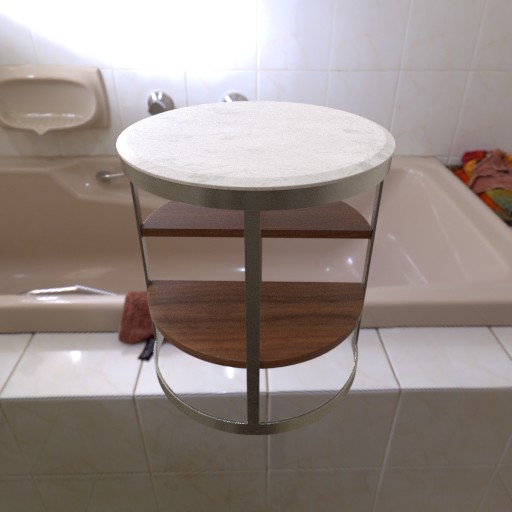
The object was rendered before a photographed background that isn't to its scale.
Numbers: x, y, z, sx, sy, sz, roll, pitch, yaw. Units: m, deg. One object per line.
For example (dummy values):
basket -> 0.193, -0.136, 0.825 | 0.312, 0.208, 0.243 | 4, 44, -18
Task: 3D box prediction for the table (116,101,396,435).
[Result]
table -> 0.000, 0.000, 0.783 | 0.407, 0.447, 0.407 | 0, 32, 0
